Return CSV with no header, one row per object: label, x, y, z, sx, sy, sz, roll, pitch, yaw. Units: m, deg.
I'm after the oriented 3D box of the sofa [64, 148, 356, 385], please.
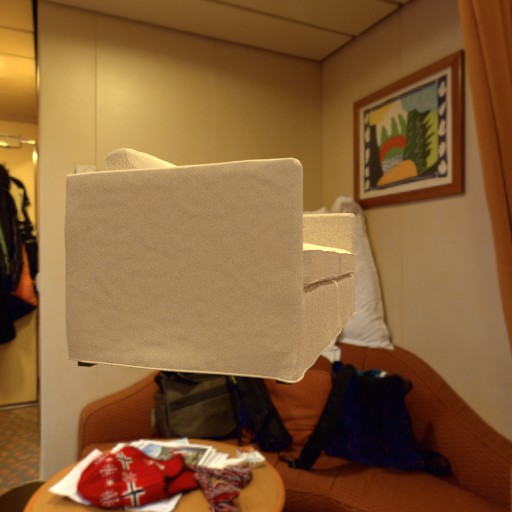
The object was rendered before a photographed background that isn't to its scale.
sofa,0.000,0.000,2.483,0.940,0.870,1.987,0,0,18
